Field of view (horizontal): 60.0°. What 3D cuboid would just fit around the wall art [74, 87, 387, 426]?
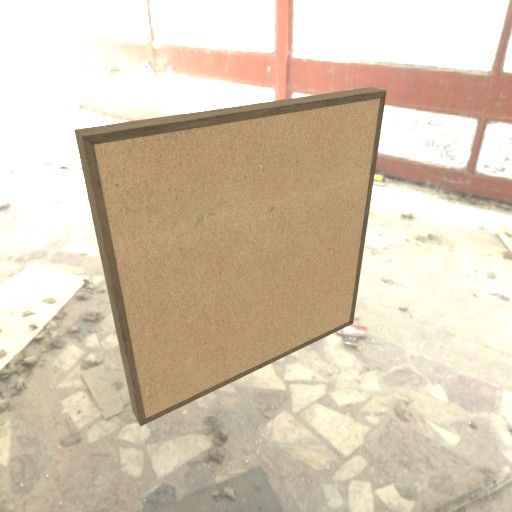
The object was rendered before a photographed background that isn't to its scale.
[{"bbox_3d":[0.000,0.000,0.778,0.508,0.508,0.038,-19,36,-28],"label":"wall art"}]
